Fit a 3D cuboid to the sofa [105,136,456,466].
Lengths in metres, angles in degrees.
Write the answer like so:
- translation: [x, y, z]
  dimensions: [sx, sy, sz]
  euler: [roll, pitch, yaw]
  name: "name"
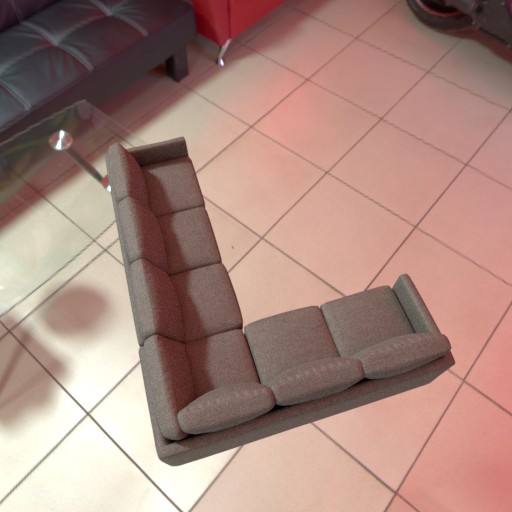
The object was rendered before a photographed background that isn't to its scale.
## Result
- translation: [0.000, 0.000, 4.537]
  dimensions: [2.593, 0.947, 3.302]
  euler: [-15, 61, -9]
  name: "sofa"
